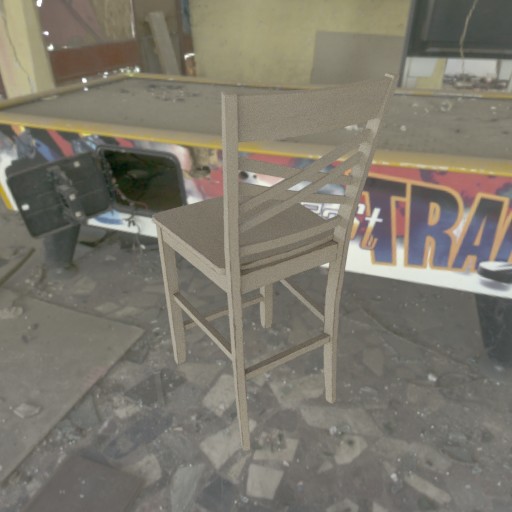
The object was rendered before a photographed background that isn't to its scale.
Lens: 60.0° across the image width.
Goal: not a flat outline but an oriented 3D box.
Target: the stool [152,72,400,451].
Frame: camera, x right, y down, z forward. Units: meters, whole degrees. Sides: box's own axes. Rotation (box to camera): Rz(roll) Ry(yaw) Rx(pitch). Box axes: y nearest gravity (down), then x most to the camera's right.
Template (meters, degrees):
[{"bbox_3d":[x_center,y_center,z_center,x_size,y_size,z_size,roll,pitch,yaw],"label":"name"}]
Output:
[{"bbox_3d":[0.000,0.000,1.369,0.462,1.079,0.539,-18,34,-28],"label":"stool"}]
